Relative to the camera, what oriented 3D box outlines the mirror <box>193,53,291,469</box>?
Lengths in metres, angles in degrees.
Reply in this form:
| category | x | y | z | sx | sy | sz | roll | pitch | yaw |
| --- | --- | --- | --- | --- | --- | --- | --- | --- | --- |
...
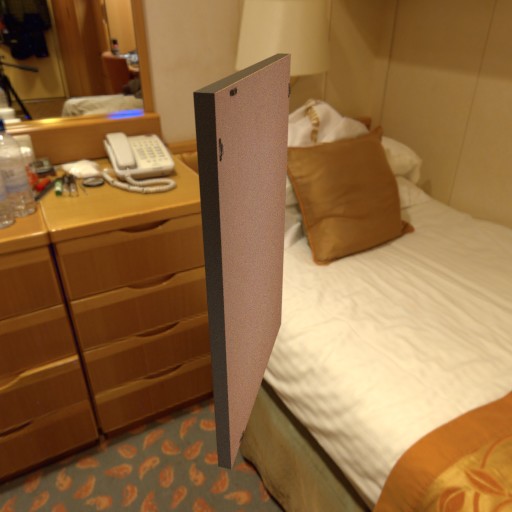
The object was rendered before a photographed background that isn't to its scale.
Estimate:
| category | x | y | z | sx | sy | sz | roll | pitch | yaw |
| --- | --- | --- | --- | --- | --- | --- | --- | --- | --- |
| mirror | 0.000 | 0.000 | 1.162 | 0.040 | 0.915 | 0.609 | 8 | 31 | 13 |
